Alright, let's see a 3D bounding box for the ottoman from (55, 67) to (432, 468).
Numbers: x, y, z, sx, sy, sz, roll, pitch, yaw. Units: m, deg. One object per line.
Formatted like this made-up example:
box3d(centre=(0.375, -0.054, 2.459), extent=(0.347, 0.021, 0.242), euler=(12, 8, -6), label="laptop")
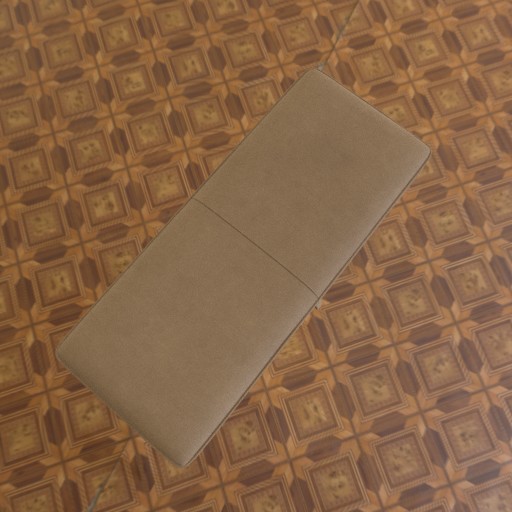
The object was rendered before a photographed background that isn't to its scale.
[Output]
box3d(centre=(0.000, 0.000, 2.023), extent=(0.735, 0.460, 1.726), euler=(38, 79, 9), label="ottoman")
